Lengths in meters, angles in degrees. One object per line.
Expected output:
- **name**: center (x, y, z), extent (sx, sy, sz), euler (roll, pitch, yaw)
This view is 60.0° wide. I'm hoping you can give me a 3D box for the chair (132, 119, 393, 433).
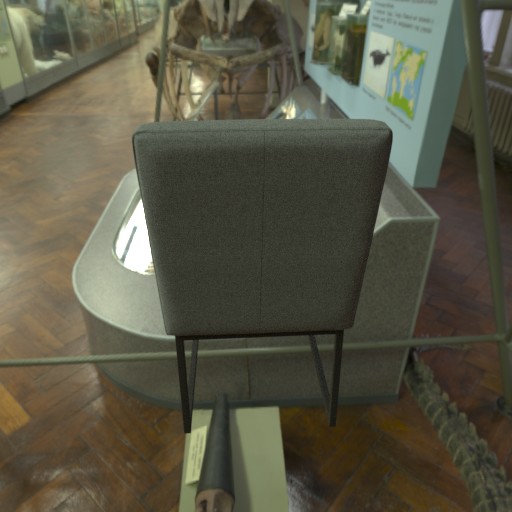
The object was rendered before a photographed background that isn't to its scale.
- **chair**: center (0.000, 0.000, 1.333), extent (0.520, 0.930, 0.634), euler (-2, 31, -3)
